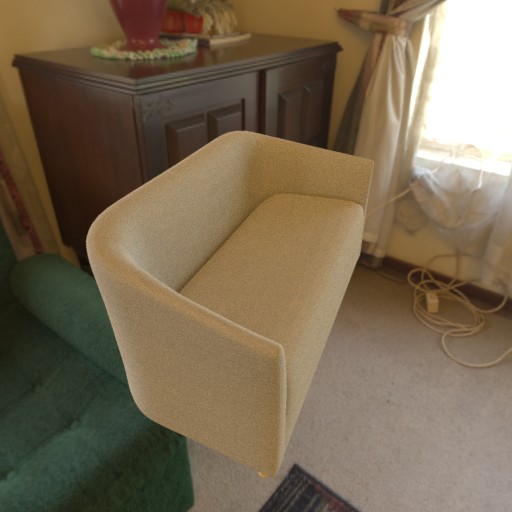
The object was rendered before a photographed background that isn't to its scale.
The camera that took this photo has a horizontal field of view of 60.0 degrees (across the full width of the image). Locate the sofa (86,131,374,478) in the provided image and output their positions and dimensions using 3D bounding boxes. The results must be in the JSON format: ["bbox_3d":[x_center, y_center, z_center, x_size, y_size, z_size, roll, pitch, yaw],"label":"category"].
[{"bbox_3d":[0.000,0.000,1.844,0.705,0.721,1.452,12,34,18],"label":"sofa"}]
